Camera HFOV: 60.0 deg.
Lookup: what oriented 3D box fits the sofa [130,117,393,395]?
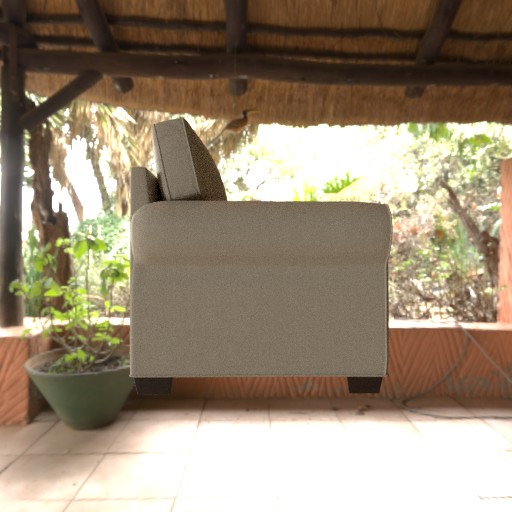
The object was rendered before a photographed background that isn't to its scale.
[{"bbox_3d":[0.000,0.000,2.254,0.861,0.933,1.774,0,-1,-1],"label":"sofa"}]
